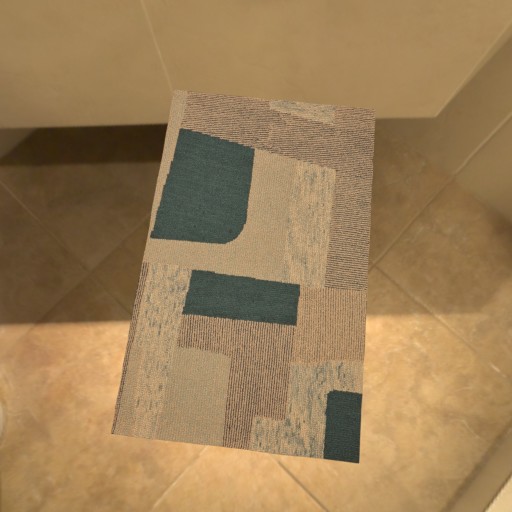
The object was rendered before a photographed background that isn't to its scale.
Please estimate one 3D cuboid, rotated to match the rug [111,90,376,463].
[{"bbox_3d":[0.000,0.000,2.998,1.521,0.015,2.436,6,75,2],"label":"rug"}]
